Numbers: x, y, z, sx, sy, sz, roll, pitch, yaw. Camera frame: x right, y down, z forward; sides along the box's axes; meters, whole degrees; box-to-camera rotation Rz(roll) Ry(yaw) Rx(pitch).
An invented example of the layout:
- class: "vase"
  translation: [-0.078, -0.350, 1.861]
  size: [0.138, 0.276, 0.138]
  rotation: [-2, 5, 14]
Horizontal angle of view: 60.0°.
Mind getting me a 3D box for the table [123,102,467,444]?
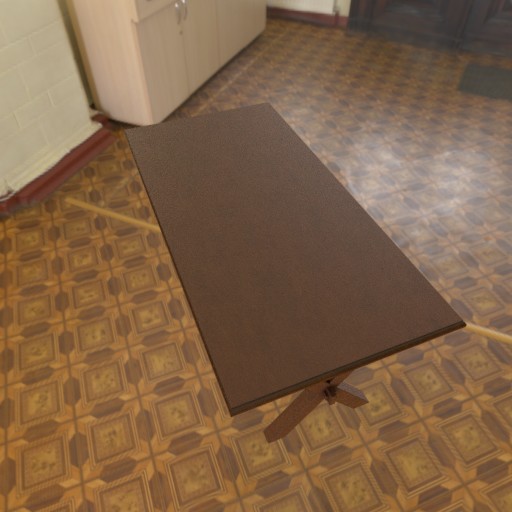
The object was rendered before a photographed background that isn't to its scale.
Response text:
- class: "table"
  translation: [0.000, 0.000, 1.519]
  size: [0.594, 0.459, 1.197]
  rotation: [-16, 48, -15]
